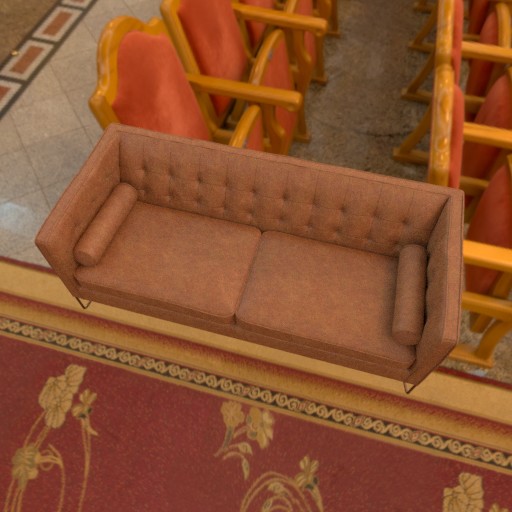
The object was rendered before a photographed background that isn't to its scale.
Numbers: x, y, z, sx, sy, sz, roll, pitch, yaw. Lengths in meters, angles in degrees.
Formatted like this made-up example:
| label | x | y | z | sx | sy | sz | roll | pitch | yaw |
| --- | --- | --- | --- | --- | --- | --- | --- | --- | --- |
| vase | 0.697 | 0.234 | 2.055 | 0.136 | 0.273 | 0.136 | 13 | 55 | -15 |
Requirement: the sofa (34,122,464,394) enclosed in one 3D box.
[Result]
| label | x | y | z | sx | sy | sz | roll | pitch | yaw |
| --- | --- | --- | --- | --- | --- | --- | --- | --- | --- |
| sofa | 0.000 | 0.000 | 2.585 | 2.079 | 0.798 | 0.912 | 13 | 57 | 8 |
